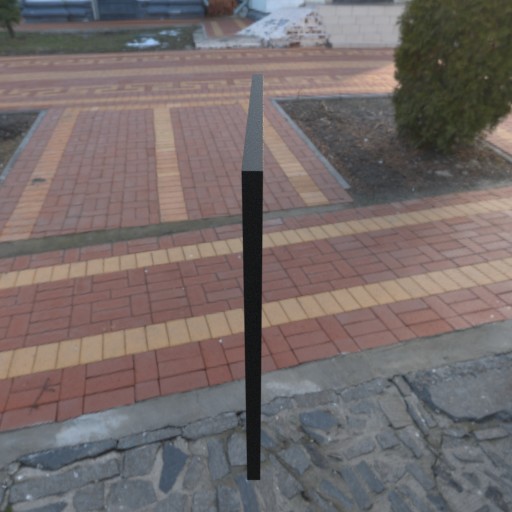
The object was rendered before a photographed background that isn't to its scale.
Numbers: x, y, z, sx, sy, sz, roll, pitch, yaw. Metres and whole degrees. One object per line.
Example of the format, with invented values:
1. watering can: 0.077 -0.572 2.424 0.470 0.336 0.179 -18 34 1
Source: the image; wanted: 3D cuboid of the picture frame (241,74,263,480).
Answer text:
1. picture frame: 0.000 0.000 1.178 0.032 0.775 0.775 0 32 1
